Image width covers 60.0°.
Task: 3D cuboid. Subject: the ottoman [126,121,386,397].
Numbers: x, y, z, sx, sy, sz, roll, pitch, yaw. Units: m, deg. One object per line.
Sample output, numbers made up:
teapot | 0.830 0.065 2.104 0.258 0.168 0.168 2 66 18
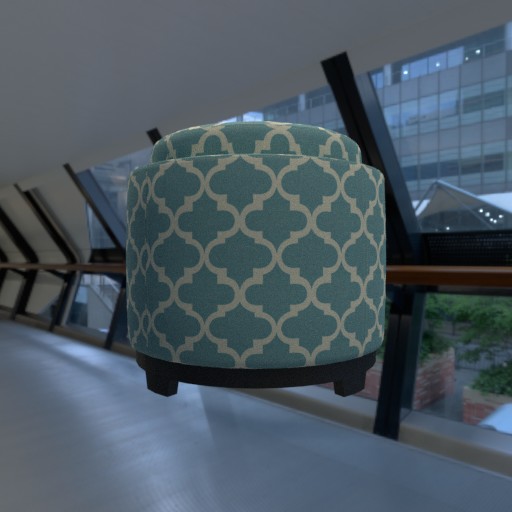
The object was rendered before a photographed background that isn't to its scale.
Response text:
ottoman | 0.000 0.000 0.853 0.480 0.429 0.480 0 1 0
